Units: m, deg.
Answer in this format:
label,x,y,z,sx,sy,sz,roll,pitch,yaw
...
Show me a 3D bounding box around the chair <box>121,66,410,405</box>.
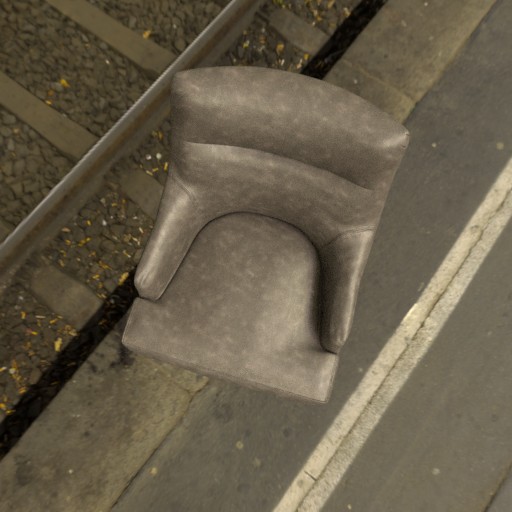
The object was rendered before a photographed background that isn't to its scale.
label,x,y,z,sx,sy,sz,roll,pitch,yaw
chair,0.000,0.000,1.542,0.738,0.870,0.874,15,75,4
